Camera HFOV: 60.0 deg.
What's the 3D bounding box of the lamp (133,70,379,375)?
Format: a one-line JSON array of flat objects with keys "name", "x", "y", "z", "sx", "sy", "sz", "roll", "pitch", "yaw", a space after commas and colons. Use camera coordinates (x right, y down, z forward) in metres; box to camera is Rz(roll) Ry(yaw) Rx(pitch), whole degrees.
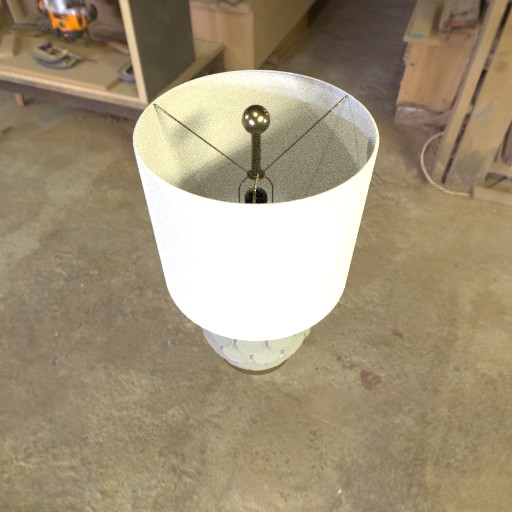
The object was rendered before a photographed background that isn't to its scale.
[{"name": "lamp", "x": 0.000, "y": 0.000, "z": 0.616, "sx": 0.254, "sy": 0.452, "sz": 0.254, "roll": 0, "pitch": 48, "yaw": 0}]
